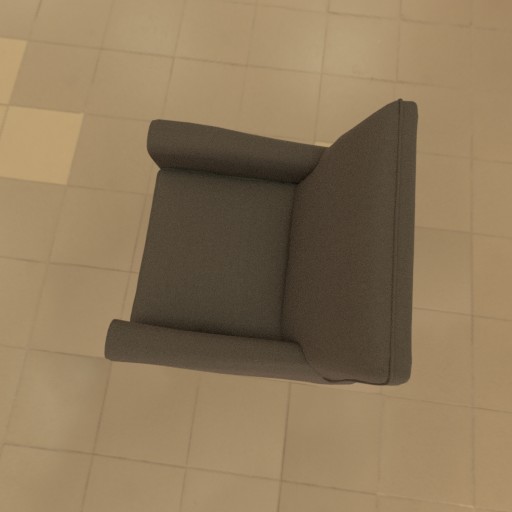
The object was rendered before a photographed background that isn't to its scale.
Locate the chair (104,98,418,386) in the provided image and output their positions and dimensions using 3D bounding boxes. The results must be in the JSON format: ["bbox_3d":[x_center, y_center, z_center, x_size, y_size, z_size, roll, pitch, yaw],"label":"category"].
[{"bbox_3d":[0.000,0.000,1.581,0.831,0.911,0.836,7,75,2],"label":"chair"}]
